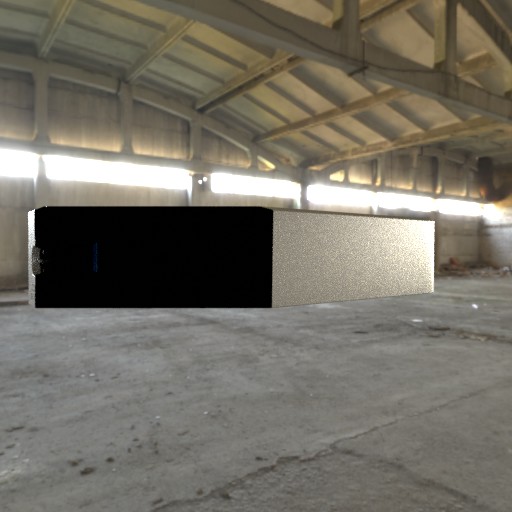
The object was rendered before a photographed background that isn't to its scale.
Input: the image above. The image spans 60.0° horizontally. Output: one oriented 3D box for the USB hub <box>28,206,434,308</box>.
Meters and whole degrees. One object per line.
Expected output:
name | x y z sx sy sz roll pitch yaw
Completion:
USB hub | 0.000 0.000 0.124 0.110 0.023 0.044 0 1 -36
